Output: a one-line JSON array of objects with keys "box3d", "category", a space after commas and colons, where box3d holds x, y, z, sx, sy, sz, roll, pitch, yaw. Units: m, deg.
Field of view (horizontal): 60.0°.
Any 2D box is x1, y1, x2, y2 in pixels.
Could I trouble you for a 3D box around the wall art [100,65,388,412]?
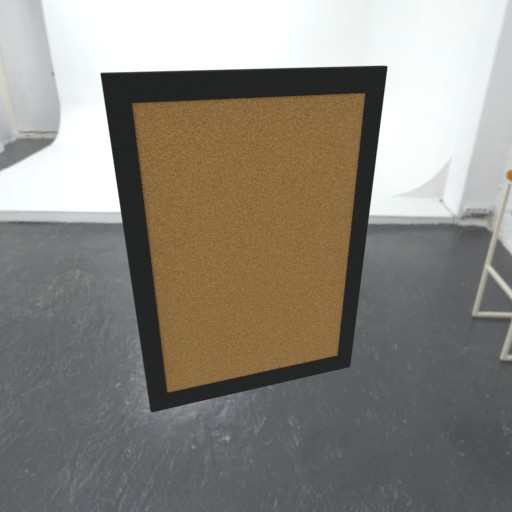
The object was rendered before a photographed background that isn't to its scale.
[{"box3d": [0.000, 0.000, 0.678, 0.374, 0.529, 0.012, -8, 28, -16], "category": "wall art"}]
